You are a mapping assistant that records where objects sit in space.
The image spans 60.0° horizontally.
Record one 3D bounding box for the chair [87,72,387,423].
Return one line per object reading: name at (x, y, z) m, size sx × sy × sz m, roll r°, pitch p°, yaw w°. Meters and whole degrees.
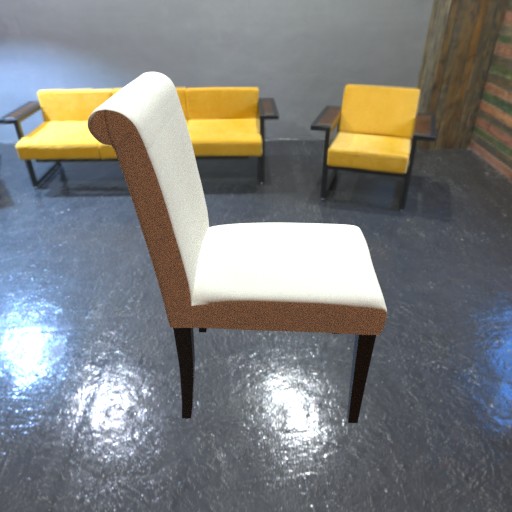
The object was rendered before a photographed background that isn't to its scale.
chair at (0.000, 0.000, 1.345) m, size 0.708 × 0.976 × 0.452 m, roll 1°, pitch 32°, yaw 1°
